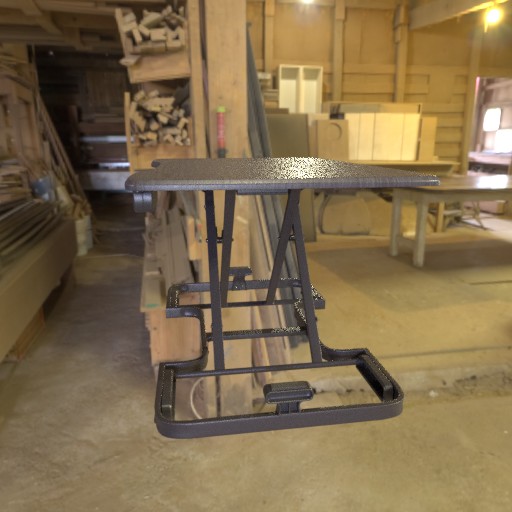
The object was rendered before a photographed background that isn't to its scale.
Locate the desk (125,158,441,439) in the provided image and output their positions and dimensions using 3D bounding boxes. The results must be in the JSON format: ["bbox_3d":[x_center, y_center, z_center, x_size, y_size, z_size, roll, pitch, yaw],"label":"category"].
[{"bbox_3d":[0.000,0.000,1.160,0.546,0.470,0.820,-2,15,-8],"label":"desk"}]
